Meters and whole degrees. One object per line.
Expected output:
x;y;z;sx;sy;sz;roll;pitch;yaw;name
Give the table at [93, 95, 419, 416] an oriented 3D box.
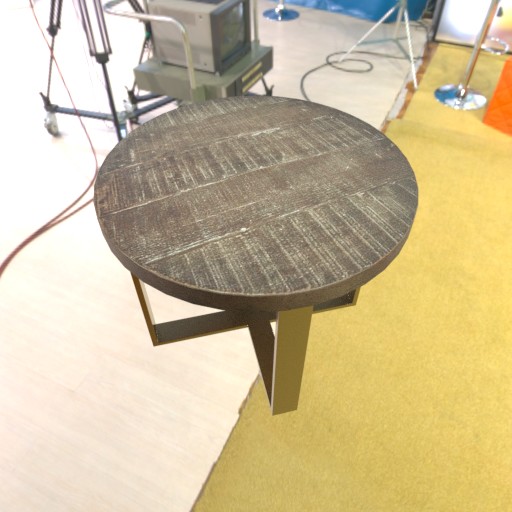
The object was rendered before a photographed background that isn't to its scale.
0.000;0.000;0.941;0.557;0.437;0.557;0;47;0;table
